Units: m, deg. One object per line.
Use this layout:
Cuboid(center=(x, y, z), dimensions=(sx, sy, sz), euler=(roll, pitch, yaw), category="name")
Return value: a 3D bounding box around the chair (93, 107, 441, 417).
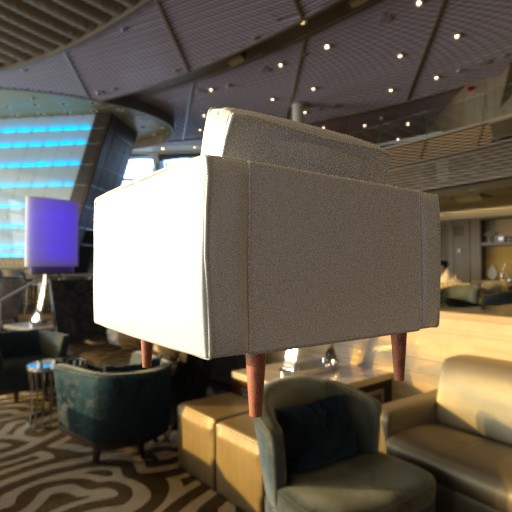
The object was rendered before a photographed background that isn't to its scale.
Cuboid(center=(0.000, 0.000, 1.513), dimensions=(0.928, 0.773, 0.843), euler=(1, -2, -37), category="chair")
